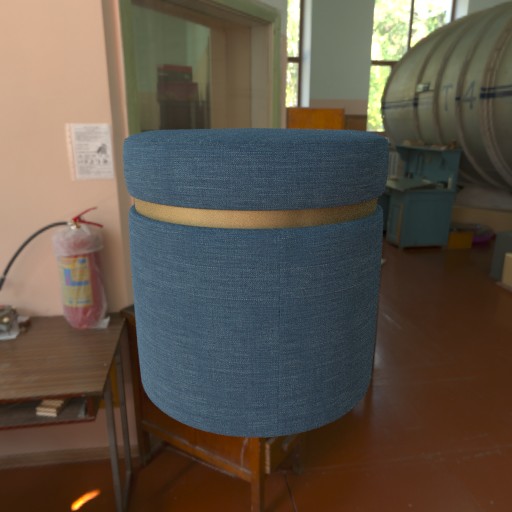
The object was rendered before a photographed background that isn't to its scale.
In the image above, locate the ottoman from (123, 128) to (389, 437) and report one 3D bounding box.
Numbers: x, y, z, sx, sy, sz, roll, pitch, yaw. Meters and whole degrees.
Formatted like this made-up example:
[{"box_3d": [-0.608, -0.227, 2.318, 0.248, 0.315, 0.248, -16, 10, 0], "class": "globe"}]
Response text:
[{"box_3d": [0.000, 0.000, 0.732, 0.398, 0.406, 0.398, 0, 16, 0], "class": "ottoman"}]
